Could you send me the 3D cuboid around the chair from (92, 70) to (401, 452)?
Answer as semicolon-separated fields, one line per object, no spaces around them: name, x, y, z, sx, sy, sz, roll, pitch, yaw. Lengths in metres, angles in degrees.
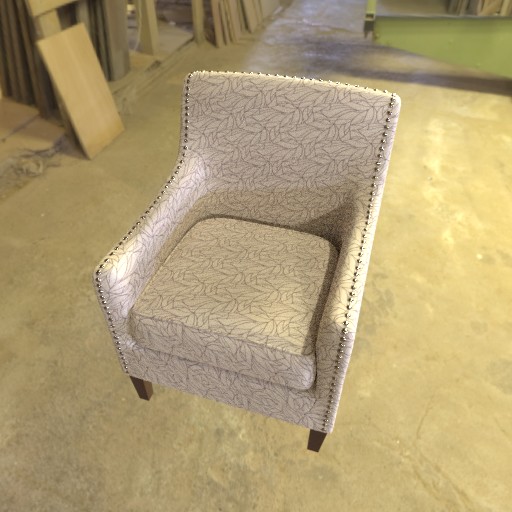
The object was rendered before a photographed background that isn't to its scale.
chair;0.000;0.000;1.273;0.623;0.816;0.651;12;42;13
